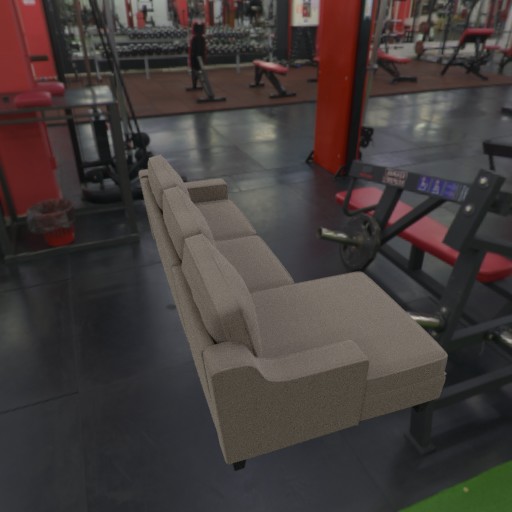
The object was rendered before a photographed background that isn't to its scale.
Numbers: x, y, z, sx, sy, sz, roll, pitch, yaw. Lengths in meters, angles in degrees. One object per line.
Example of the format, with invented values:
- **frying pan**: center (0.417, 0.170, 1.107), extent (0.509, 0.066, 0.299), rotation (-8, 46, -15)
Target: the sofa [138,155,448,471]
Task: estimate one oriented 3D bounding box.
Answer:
- **sofa**: center (0.000, 0.000, 3.139), extent (1.294, 0.928, 2.561), rotation (-10, 32, -17)
